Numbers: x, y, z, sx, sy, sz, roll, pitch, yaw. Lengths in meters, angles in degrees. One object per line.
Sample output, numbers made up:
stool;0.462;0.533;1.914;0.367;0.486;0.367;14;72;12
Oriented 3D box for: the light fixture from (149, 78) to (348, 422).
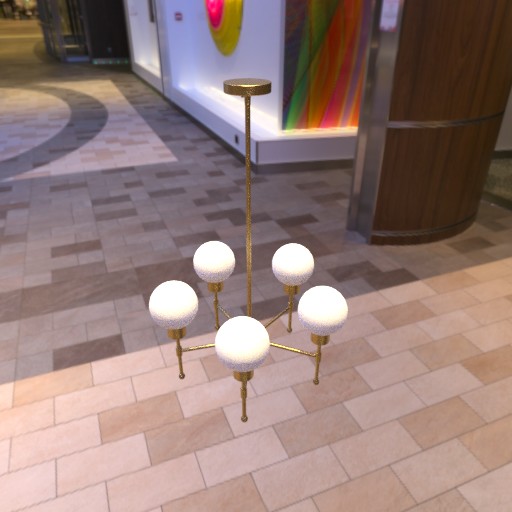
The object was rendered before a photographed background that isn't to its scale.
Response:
light fixture;0.000;0.000;1.805;0.785;1.331;0.815;11;32;19
